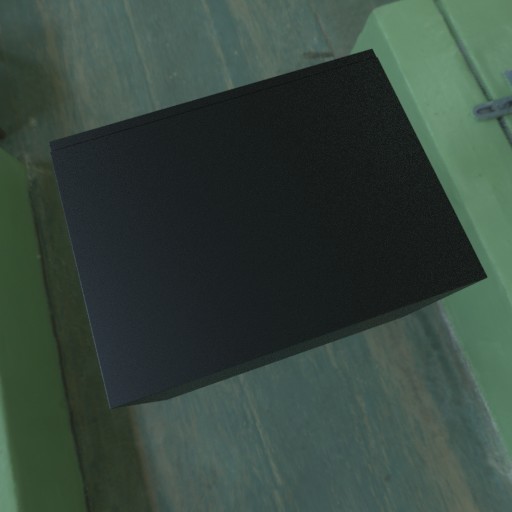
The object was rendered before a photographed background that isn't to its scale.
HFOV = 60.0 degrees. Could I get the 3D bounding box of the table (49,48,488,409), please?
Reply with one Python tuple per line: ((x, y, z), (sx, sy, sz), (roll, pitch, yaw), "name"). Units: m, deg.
((0.000, 0.000, 0.959), (0.564, 0.584, 0.441), (-18, 75, -5), "table")
